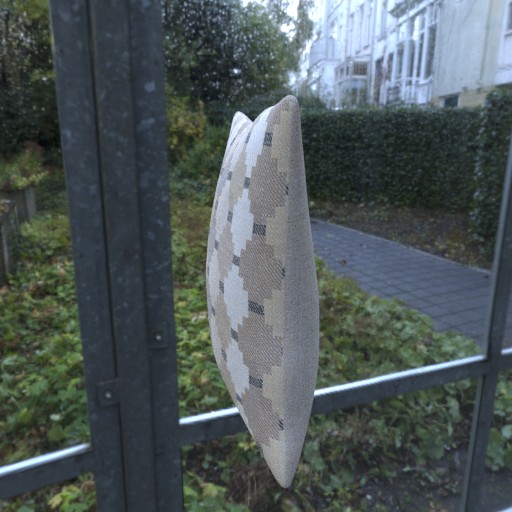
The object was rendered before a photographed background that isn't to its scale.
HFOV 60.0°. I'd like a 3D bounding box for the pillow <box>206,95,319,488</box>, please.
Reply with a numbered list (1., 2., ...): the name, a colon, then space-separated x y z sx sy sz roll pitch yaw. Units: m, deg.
1. pillow: 0.000 0.000 0.848 0.192 0.558 0.578 -2 15 -8
